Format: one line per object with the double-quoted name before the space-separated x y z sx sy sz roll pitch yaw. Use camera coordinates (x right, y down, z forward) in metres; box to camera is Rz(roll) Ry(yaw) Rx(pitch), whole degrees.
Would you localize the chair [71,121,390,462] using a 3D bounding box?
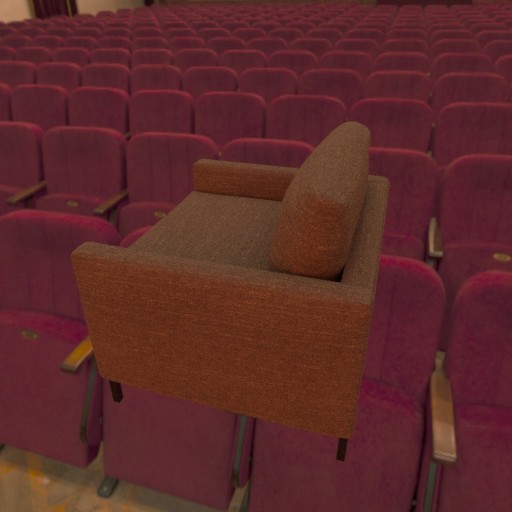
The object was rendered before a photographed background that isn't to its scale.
"chair" 0.000 0.000 1.593 0.845 0.841 0.940 9 31 15
